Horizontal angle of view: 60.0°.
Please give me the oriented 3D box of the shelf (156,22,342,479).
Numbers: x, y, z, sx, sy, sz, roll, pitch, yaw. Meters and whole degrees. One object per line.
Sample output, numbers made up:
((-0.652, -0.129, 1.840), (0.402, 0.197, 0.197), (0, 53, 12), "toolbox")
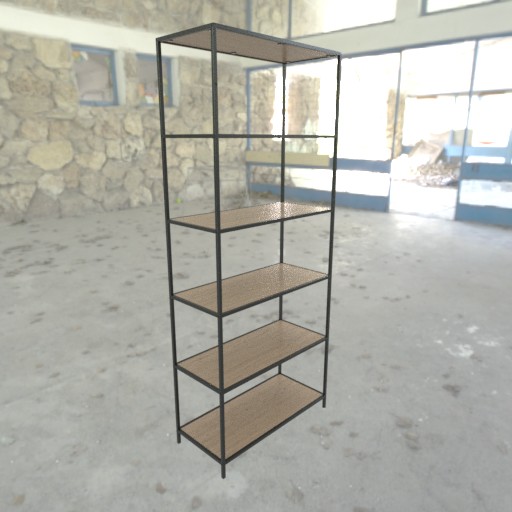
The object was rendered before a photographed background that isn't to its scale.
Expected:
((0.000, 0.000, 2.123), (0.350, 1.850, 0.770), (14, 20, 43), "shelf")
